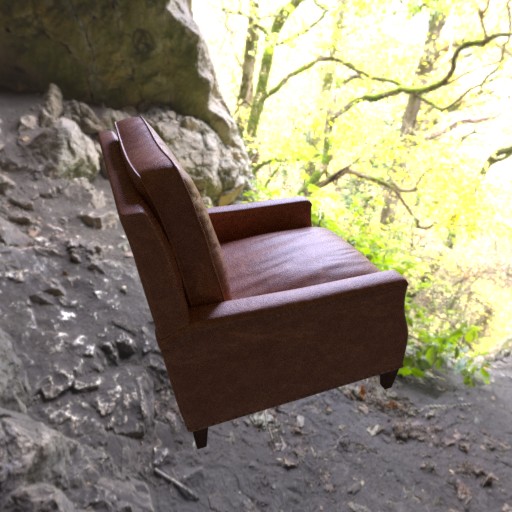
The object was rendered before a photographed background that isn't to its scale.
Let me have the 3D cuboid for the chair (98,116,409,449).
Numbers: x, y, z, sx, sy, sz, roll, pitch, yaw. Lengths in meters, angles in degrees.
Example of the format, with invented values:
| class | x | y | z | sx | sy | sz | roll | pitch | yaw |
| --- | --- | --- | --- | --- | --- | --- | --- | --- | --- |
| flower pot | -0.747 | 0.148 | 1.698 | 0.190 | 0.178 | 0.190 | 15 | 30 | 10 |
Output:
| class | x | y | z | sx | sy | sz | roll | pitch | yaw |
| --- | --- | --- | --- | --- | --- | --- | --- | --- | --- |
| chair | 0.000 | 0.000 | 1.805 | 1.035 | 1.054 | 0.854 | -11 | 32 | -18 |
